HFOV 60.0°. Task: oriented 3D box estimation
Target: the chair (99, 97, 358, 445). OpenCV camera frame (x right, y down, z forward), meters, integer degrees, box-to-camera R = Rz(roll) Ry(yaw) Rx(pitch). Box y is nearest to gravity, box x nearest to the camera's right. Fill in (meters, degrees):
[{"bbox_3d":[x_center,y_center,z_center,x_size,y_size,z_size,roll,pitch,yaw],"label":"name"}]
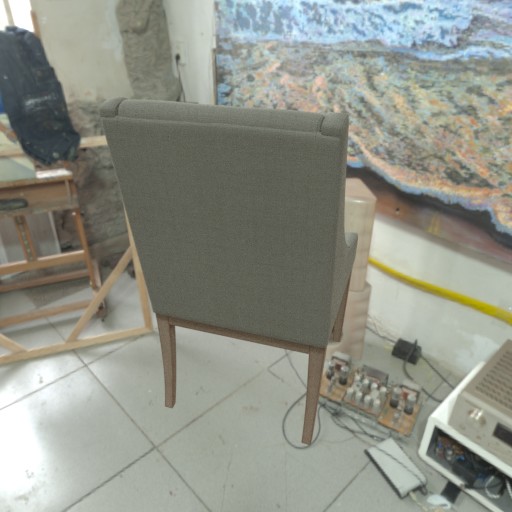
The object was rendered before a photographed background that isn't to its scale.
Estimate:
[{"bbox_3d":[0.000,0.000,1.381,0.575,1.021,0.611,9,32,15],"label":"chair"}]
